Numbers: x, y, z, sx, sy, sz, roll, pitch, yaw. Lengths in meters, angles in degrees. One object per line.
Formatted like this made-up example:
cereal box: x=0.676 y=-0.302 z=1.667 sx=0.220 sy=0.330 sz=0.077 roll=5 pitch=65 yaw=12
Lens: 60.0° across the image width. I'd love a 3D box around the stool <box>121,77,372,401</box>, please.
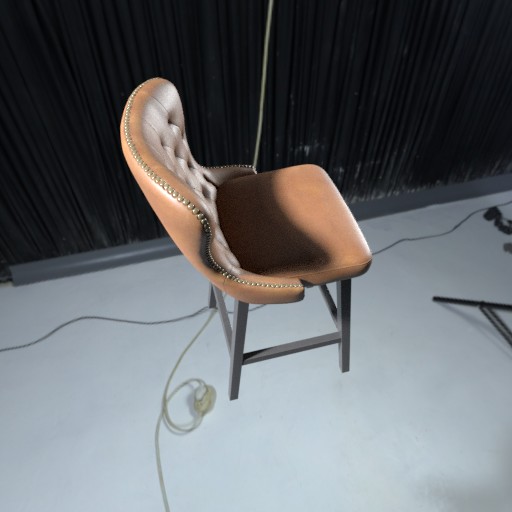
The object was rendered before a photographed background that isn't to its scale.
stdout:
stool: x=0.000 y=0.000 z=1.336 sx=0.593 sy=0.971 sz=0.528 roll=-11 pitch=50 yaw=-10
